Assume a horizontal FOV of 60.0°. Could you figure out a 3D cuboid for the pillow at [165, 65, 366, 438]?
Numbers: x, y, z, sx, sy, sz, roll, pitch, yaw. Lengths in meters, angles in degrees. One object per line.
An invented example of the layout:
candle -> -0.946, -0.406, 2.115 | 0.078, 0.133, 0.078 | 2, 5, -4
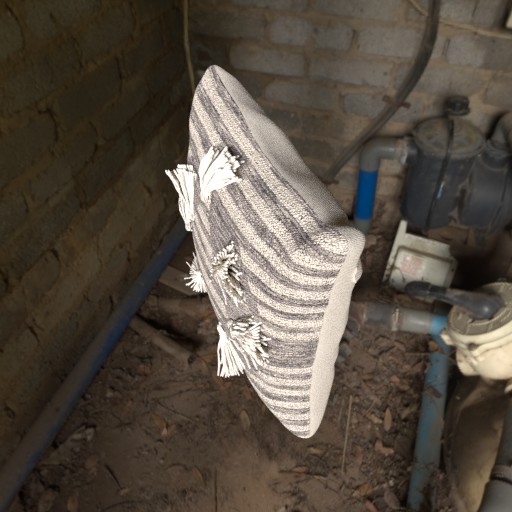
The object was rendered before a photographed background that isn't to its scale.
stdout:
pillow -> 0.000, 0.000, 0.781 | 0.234, 0.490, 0.484 | -15, 47, -15
